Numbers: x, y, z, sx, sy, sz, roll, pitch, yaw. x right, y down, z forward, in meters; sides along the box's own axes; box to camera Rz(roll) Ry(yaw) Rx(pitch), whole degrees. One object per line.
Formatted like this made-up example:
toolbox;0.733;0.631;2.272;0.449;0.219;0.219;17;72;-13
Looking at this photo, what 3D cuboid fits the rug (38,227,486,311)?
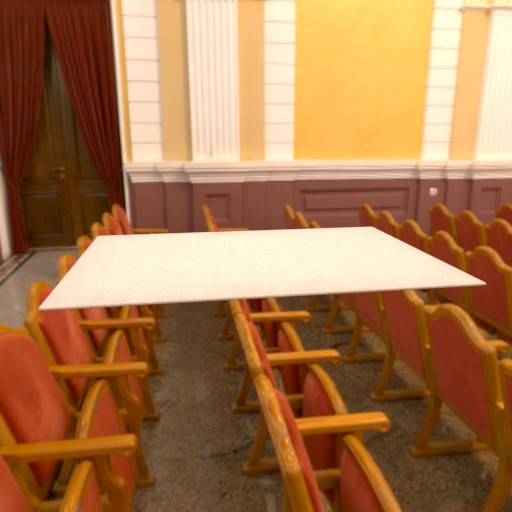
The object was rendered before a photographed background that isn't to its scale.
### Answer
rug;0.000;0.000;2.355;1.829;0.013;1.219;-2;16;-9
